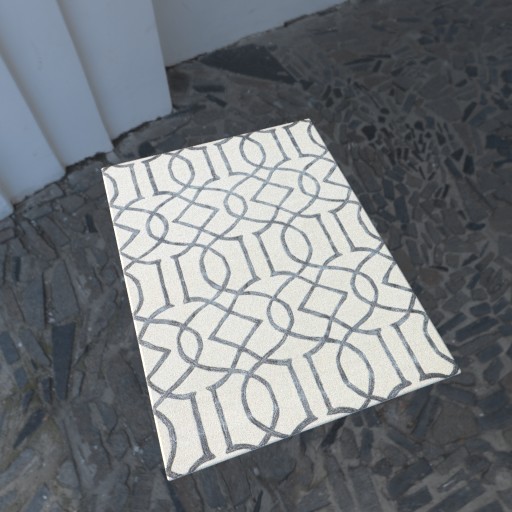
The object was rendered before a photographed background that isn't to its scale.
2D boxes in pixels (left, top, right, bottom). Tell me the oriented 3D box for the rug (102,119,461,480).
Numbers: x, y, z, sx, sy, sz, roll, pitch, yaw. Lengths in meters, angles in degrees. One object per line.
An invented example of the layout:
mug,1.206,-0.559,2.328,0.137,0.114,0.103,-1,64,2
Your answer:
rug,0.000,0.000,3.811,2.211,0.021,2.910,-16,59,-10
